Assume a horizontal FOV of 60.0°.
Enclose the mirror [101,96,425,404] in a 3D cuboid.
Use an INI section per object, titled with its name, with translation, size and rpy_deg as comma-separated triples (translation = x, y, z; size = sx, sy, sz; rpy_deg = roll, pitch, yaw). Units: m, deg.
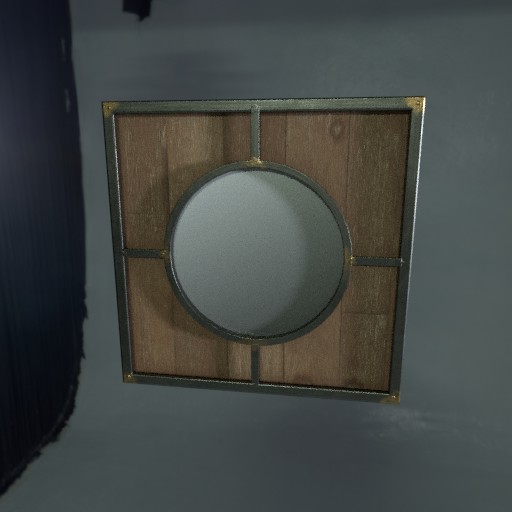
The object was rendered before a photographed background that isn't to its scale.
[mirror]
translation = 0.000, 0.000, 0.569
size = 0.382, 0.381, 0.020
rpy_deg = 2, 14, 8
